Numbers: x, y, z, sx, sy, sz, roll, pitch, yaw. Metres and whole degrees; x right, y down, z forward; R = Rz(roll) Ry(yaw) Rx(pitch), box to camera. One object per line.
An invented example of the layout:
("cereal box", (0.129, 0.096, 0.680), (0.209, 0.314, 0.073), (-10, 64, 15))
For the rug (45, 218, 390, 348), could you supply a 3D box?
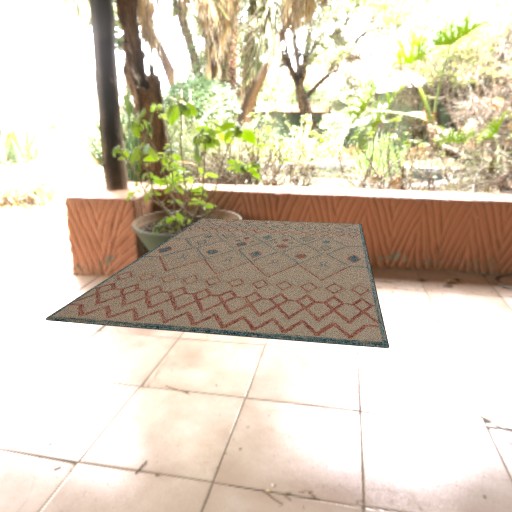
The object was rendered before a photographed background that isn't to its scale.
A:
("rug", (0.000, 0.000, 3.047), (1.524, 0.015, 2.438), (3, 16, 10))
